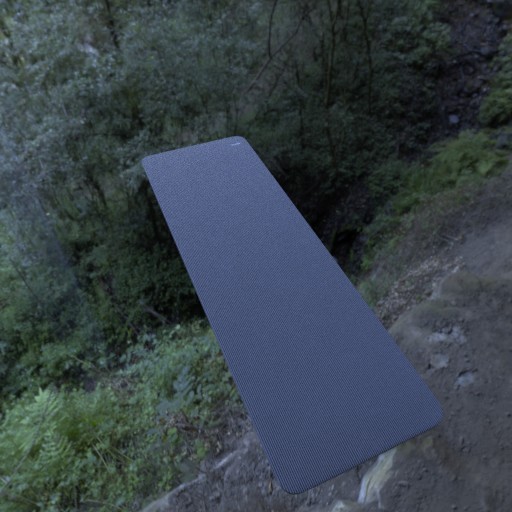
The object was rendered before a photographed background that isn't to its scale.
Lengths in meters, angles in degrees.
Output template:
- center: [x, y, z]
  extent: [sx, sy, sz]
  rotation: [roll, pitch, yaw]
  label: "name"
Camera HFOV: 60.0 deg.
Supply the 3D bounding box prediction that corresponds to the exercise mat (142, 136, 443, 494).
- center: [0.000, 0.000, 1.984]
  extent: [0.616, 0.021, 1.884]
  rotation: [-17, 50, -15]
  label: "exercise mat"
